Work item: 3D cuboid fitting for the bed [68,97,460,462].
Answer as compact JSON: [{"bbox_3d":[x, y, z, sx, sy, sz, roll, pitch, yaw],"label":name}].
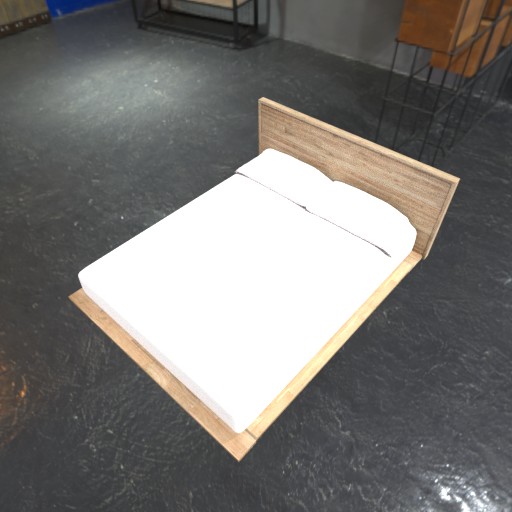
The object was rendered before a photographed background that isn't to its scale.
[{"bbox_3d":[0.000,0.000,3.208,1.759,1.071,2.145,33,54,28],"label":"bed"}]
